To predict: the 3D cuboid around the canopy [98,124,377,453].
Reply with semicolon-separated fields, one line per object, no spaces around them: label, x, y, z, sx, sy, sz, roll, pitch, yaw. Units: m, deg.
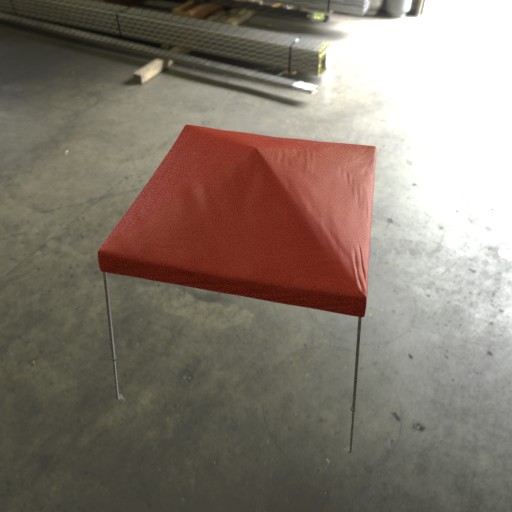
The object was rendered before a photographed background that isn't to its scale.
canopy;0.000;0.000;5.174;2.849;2.850;2.850;9;45;9
